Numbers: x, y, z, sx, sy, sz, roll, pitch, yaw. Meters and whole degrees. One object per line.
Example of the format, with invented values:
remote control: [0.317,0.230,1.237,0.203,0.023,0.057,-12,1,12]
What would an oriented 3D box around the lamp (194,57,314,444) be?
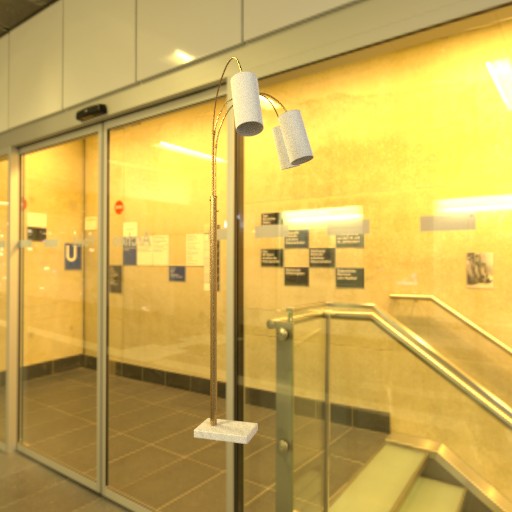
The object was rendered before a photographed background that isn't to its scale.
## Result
lamp: [0.000,0.000,2.535,0.667,2.055,1.020,0,-1,17]
